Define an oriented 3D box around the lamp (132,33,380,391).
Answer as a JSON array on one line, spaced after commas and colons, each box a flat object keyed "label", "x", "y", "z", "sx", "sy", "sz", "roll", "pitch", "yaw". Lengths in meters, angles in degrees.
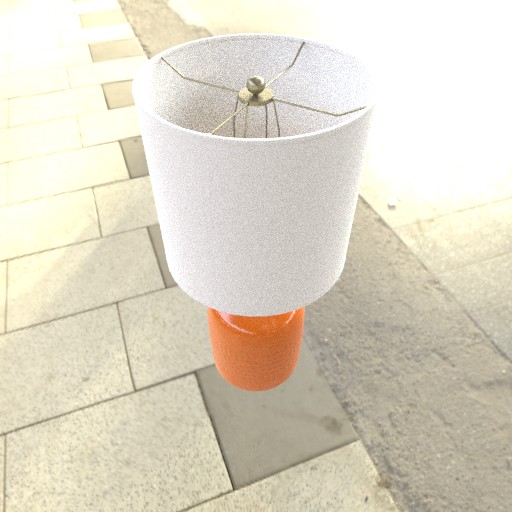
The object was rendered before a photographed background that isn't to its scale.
[{"label": "lamp", "x": 0.000, "y": 0.000, "z": 1.068, "sx": 0.418, "sy": 0.871, "sz": 0.418, "roll": -17, "pitch": 48, "yaw": -16}]
